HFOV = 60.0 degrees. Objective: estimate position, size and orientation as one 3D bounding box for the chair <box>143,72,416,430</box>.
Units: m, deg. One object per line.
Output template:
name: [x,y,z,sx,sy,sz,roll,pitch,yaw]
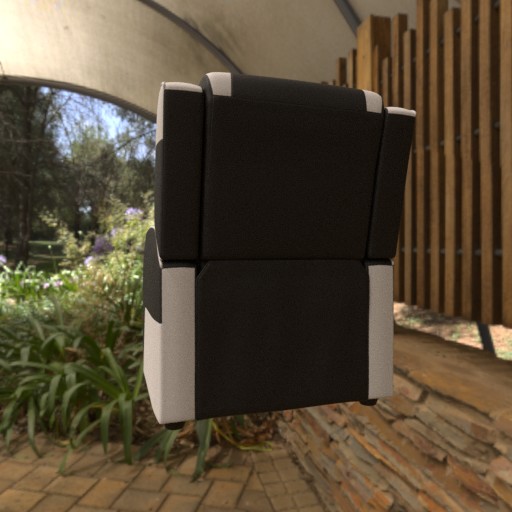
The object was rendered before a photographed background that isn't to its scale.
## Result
chair: [0.000,0.000,1.301,0.620,0.805,0.672,0,1,-18]
